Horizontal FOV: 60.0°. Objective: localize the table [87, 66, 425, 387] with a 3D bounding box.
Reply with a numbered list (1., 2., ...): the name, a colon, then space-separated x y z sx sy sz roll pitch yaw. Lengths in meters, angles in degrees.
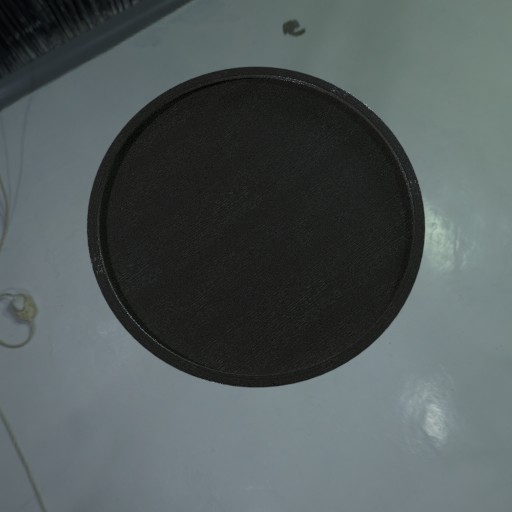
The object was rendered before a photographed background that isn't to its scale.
1. table: 0.000 0.000 0.914 0.500 0.531 0.500 0 76 0
